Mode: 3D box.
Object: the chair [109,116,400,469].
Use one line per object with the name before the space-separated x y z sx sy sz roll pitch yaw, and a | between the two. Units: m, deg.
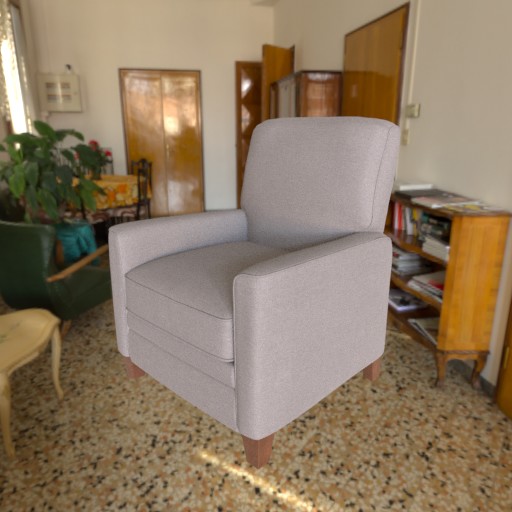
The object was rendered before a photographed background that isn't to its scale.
chair | 0.000 0.000 1.696 0.845 1.023 0.859 15 22 42
